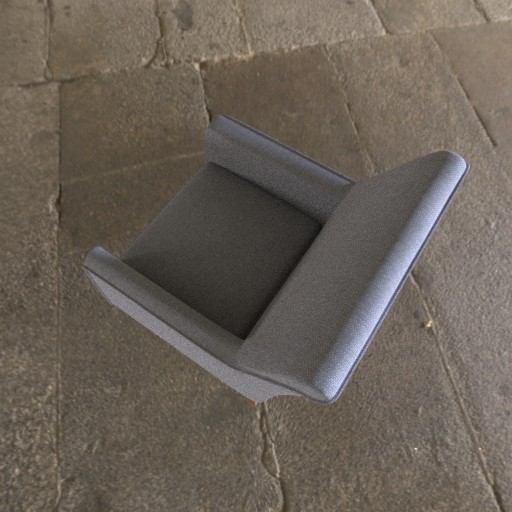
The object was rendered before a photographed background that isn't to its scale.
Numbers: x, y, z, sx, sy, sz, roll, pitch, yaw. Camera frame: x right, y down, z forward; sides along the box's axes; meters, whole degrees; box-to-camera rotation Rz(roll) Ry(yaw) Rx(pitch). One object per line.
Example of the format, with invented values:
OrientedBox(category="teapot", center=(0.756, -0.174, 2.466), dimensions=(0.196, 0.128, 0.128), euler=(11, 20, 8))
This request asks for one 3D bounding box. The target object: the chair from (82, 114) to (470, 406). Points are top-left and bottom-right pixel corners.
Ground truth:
OrientedBox(category="chair", center=(0.000, 0.000, 1.554), dimensions=(0.899, 0.919, 0.780), euler=(31, 67, 15))
